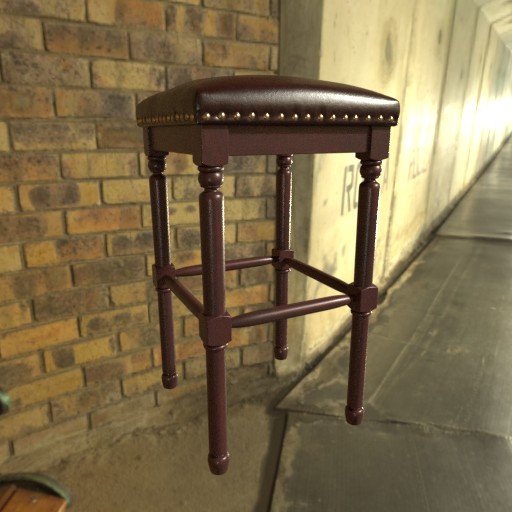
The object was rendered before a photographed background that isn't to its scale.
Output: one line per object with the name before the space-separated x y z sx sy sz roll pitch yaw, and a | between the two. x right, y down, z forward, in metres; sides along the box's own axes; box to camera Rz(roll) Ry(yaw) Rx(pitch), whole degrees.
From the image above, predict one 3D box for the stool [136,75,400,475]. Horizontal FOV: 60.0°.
stool | 0.000 0.000 0.932 0.383 0.702 0.382 -8 17 -26
